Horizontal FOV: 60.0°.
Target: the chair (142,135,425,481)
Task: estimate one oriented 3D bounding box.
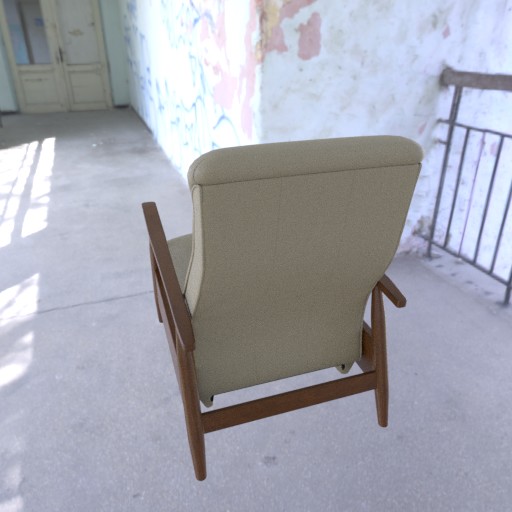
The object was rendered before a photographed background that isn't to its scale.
[{"bbox_3d":[0.000,0.000,1.732,0.762,1.082,1.014,-9,28,-16],"label":"chair"}]
